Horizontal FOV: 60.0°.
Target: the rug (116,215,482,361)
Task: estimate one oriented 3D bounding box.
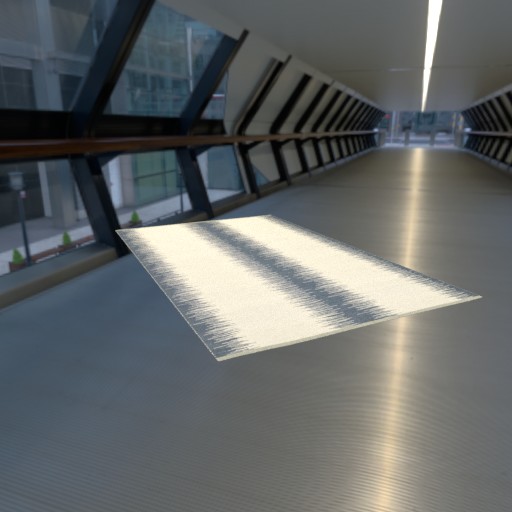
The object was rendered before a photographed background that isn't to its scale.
[{"bbox_3d":[0.000,0.000,3.106,1.519,0.003,2.453,-8,19,-25],"label":"rug"}]
